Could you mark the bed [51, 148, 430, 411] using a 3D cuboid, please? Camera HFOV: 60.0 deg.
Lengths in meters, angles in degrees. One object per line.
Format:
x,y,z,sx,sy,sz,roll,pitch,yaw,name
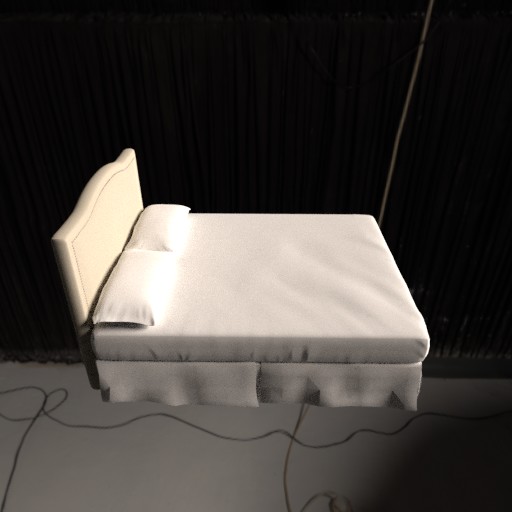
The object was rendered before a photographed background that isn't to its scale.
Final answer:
0.000,0.000,3.706,2.477,1.437,1.977,0,32,1,bed
